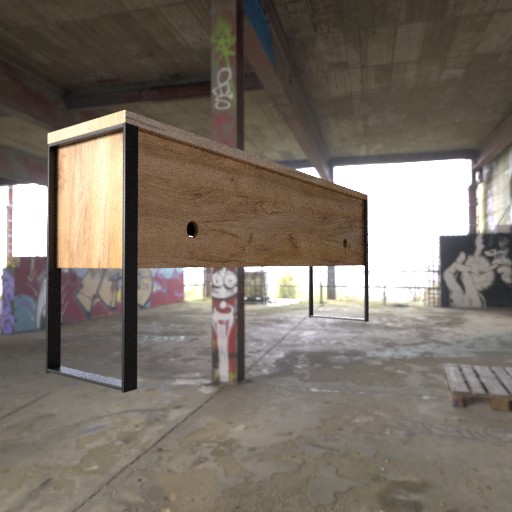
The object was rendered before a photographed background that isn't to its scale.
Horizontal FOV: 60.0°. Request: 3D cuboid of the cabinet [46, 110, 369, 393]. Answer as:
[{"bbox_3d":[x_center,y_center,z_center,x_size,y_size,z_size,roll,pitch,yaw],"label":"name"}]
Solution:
[{"bbox_3d":[0.000,0.000,2.043,0.395,0.762,1.800,-1,-1,35],"label":"cabinet"}]
